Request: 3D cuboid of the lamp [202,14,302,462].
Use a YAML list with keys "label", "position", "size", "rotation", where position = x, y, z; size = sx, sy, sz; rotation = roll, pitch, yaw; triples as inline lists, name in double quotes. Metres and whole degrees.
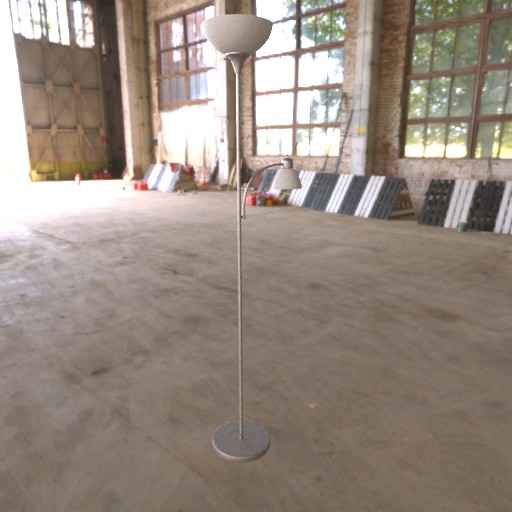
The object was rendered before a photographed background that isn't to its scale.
- label: "lamp"
  position: [0.000, 0.000, 1.912]
  size: [0.425, 1.804, 0.279]
  rotation: [-7, 16, -26]
